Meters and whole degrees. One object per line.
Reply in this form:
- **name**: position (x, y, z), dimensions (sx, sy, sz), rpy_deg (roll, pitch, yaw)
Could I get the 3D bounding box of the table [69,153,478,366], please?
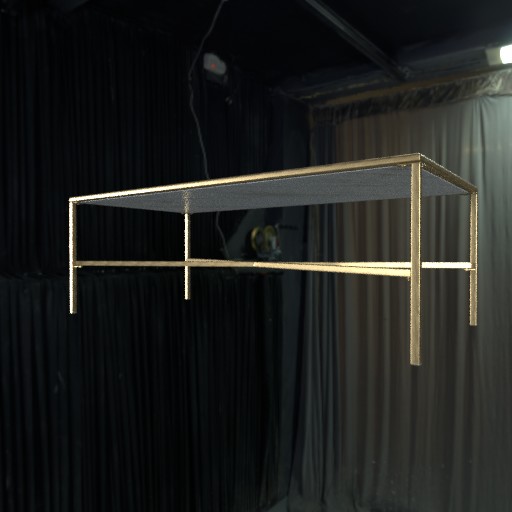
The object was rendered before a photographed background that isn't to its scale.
- **table**: position (0.000, 0.000, 1.427), dimensions (1.197, 0.405, 0.577), rpy_deg (1, 1, 36)
